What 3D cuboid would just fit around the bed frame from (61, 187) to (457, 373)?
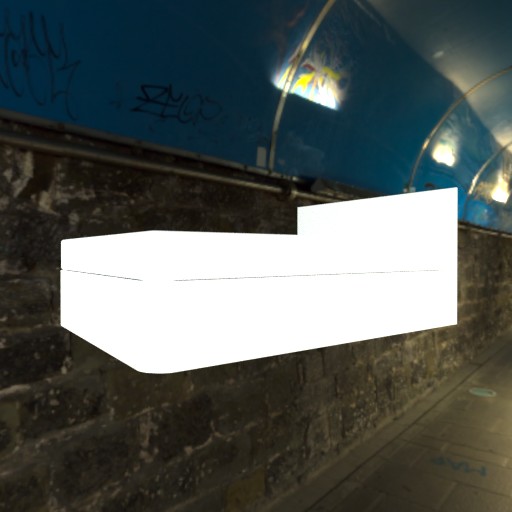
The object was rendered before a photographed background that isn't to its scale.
[{"bbox_3d":[0.000,0.000,2.615,1.900,0.800,1.400,0,1,-36],"label":"bed frame"}]
